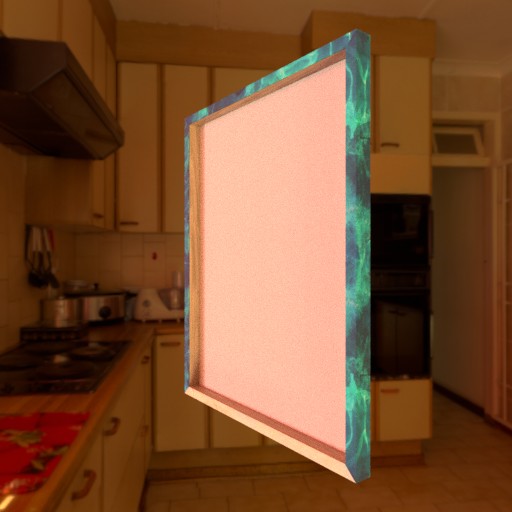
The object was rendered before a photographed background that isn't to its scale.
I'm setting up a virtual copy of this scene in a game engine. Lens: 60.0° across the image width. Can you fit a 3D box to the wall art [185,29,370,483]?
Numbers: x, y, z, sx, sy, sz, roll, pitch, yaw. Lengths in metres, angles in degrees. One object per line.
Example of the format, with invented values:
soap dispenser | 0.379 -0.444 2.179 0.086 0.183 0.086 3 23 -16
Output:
wall art | 0.000 0.000 0.996 0.038 0.760 0.609 0 0 -37
